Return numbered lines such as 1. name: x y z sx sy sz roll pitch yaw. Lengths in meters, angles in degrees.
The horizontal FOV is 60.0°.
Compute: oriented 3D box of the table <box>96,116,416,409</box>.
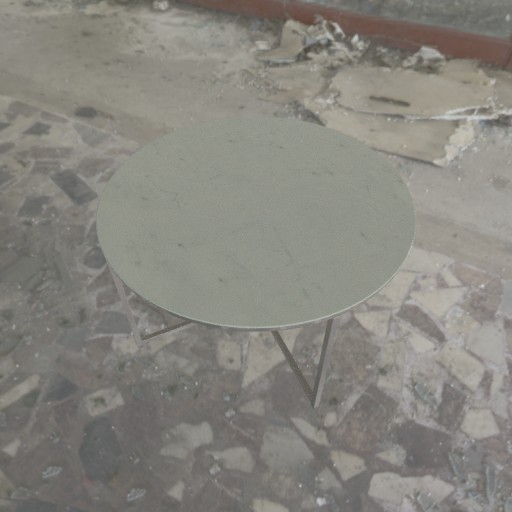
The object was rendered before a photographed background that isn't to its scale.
1. table: 0.000 0.000 1.304 0.800 0.450 0.800 0 47 0
